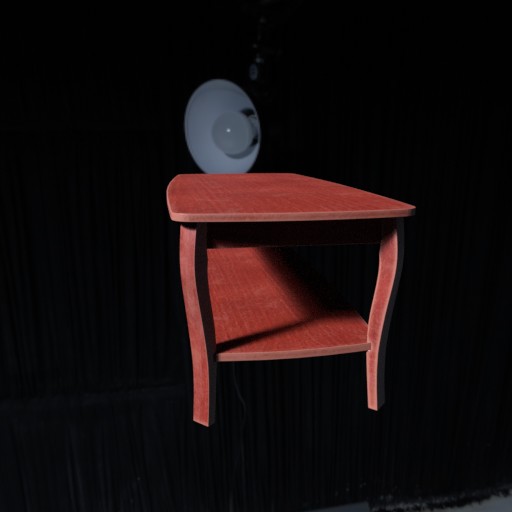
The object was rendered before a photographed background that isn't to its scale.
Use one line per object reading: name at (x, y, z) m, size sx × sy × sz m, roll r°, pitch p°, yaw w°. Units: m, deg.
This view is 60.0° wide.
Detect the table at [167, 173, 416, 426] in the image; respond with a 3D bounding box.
table at (0.000, 0.000, 1.495) m, size 0.561 × 0.473 × 1.216 m, roll -2°, pitch 14°, yaw -9°
